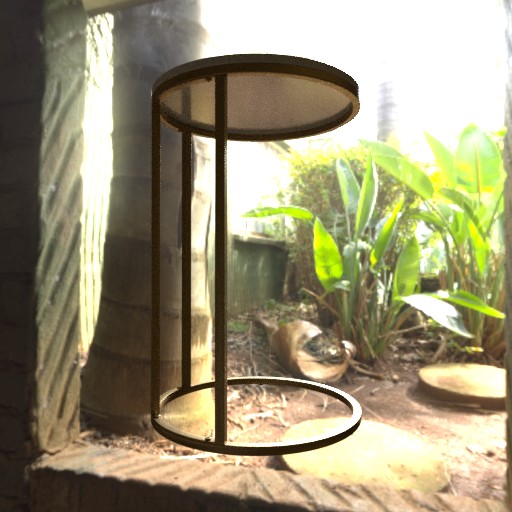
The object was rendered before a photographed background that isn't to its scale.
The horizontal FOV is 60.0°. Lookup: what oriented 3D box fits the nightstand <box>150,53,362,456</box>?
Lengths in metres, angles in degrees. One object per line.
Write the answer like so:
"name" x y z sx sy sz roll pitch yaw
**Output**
"nightstand" 0.000 0.000 0.866 0.400 0.610 0.400 0 -1 -18
